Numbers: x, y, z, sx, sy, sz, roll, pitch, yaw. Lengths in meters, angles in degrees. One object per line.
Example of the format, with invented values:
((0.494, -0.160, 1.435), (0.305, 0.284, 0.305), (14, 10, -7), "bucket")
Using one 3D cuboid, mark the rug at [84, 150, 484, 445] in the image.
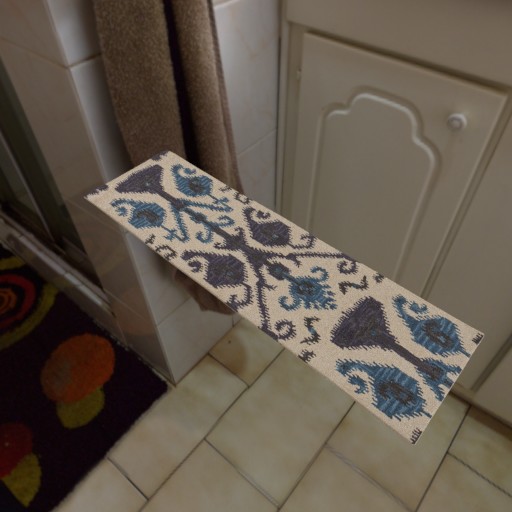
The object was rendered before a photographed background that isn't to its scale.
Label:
((0.000, 0.000, 2.450), (2.301, 0.017, 0.692), (33, 56, 27), "rug")
